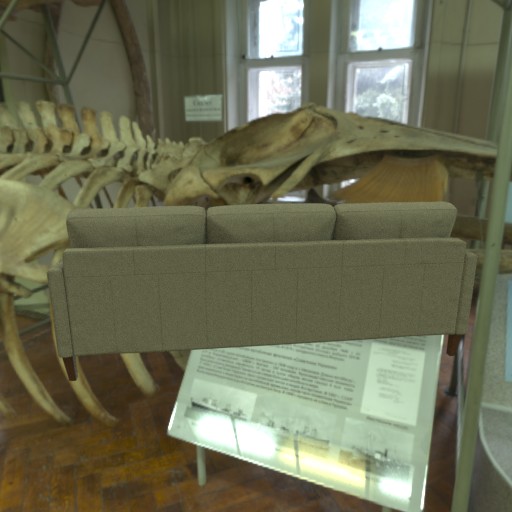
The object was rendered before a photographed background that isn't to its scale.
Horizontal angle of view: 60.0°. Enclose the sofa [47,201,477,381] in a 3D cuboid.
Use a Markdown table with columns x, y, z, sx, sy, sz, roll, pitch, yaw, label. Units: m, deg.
| x | y | z | sx | sy | sz | roll | pitch | yaw | label |
| --- | --- | --- | --- | --- | --- | --- | --- | --- | --- |
| 0.000 | 0.000 | 2.950 | 2.178 | 0.875 | 1.506 | -2 | 15 | -7 | sofa |
